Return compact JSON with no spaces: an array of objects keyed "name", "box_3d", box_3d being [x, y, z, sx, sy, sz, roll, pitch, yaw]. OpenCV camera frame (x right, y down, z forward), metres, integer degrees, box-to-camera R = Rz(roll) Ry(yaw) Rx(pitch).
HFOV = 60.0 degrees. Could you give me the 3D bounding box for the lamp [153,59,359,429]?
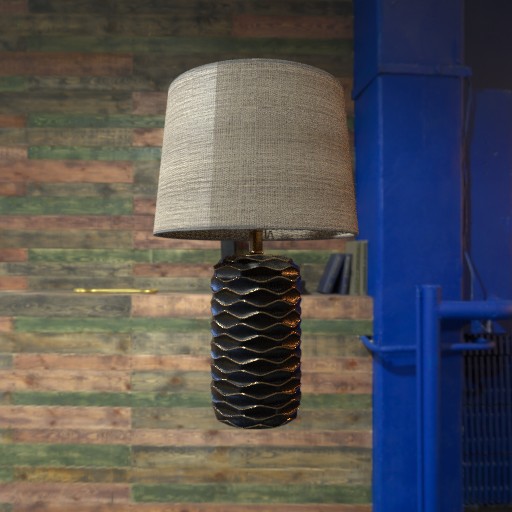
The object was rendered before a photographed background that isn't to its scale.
[{"name":"lamp","box_3d":[0.000,0.000,0.830,0.376,0.594,0.376,0,-1,0]}]
